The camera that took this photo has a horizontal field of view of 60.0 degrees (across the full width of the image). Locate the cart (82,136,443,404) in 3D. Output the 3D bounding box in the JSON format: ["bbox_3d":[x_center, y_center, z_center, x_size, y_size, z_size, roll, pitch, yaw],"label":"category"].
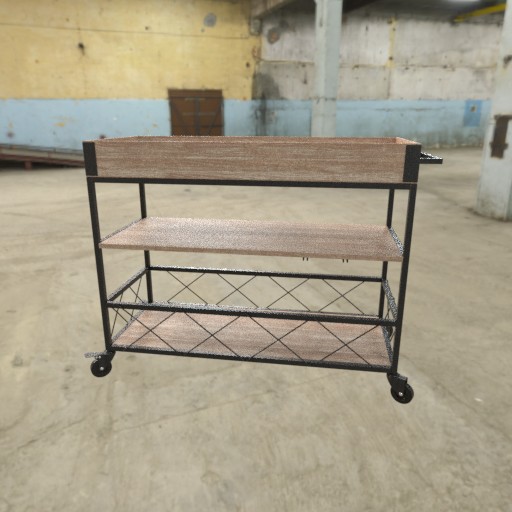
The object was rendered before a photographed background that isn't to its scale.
[{"bbox_3d":[0.000,0.000,1.542,1.101,0.787,0.500,3,17,8],"label":"cart"}]
